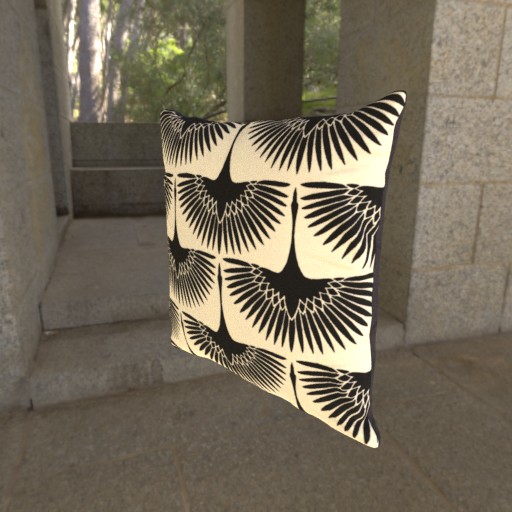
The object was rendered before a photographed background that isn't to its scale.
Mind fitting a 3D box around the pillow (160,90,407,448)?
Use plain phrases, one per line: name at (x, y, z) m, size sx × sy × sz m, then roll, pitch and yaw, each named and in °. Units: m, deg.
pillow at (0.000, 0.000, 0.656) m, size 0.432 × 0.432 × 0.139 m, roll 13°, pitch 20°, yaw 42°
